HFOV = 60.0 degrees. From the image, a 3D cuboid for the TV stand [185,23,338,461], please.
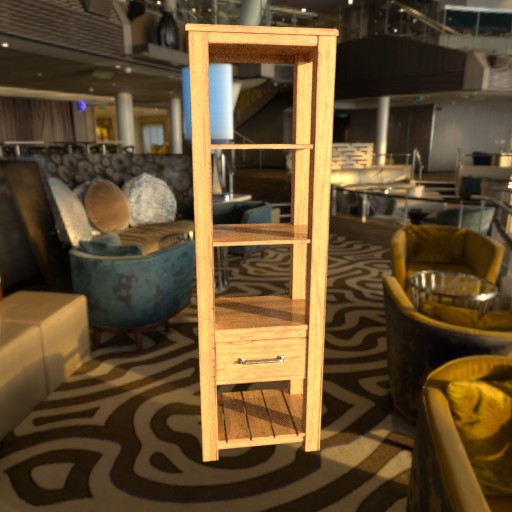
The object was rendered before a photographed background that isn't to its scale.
[{"bbox_3d":[0.000,0.000,2.031,0.565,1.828,0.435,-2,14,-8],"label":"TV stand"}]
